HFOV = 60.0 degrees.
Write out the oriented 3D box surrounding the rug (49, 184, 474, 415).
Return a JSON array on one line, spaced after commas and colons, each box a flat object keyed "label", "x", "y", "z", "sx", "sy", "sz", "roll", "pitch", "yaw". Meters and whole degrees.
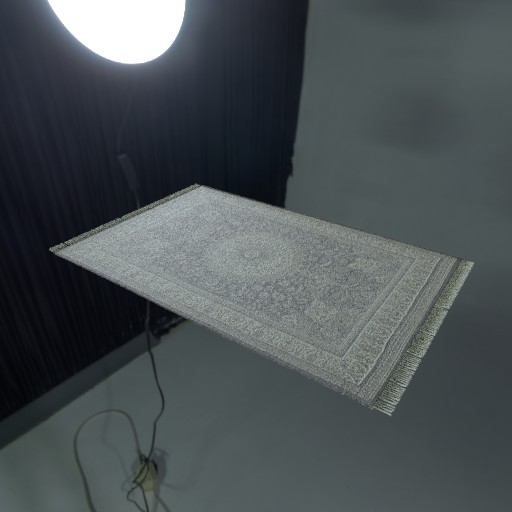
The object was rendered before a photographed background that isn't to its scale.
[{"label": "rug", "x": 0.000, "y": 0.000, "z": 2.979, "sx": 2.440, "sy": 0.010, "sz": 1.528, "roll": 20, "pitch": 36, "yaw": 30}]
